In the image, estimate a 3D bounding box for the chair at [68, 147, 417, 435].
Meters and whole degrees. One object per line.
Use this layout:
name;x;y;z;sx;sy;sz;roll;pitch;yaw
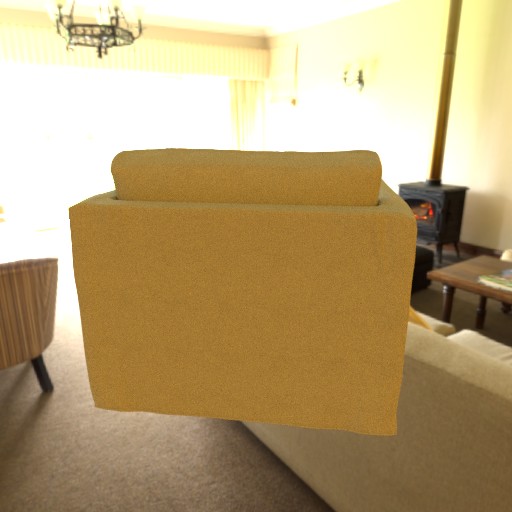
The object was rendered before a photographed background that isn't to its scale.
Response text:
chair;0.000;0.000;1.769;1.057;0.863;0.949;2;17;8
